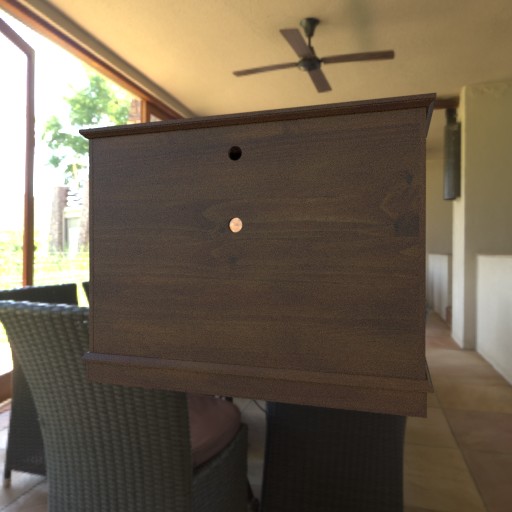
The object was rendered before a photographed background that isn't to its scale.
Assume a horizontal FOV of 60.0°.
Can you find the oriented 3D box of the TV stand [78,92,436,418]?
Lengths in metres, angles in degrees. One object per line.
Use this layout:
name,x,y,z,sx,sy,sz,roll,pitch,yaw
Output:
TV stand,0.000,0.000,1.454,1.067,0.813,0.406,0,1,18
